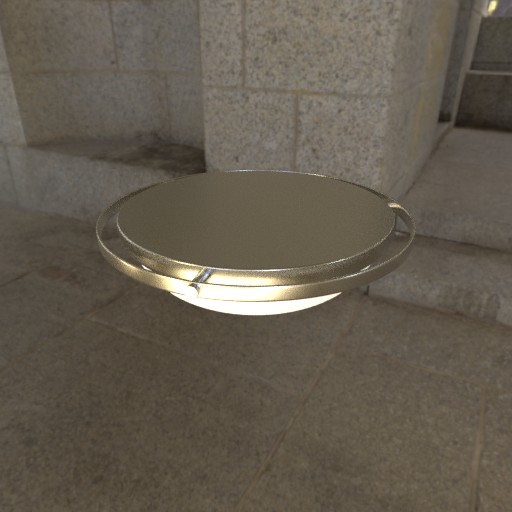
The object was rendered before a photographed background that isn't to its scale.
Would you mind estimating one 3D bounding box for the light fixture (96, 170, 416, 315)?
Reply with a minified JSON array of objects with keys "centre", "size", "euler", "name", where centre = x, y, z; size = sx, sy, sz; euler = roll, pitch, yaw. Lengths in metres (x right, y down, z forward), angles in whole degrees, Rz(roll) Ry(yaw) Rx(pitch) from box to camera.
[{"centre":[0.000,0.000,0.551],"size":[0.361,0.130,0.361],"euler":[0,26,0],"name":"light fixture"}]
